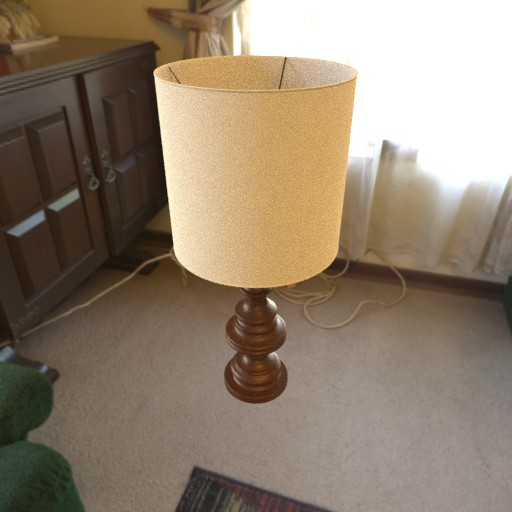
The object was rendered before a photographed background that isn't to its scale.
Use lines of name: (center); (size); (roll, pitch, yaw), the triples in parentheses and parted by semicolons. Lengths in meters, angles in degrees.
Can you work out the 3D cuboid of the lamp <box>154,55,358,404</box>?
lamp: (0.000, 0.000, 0.580); (0.208, 0.455, 0.208); (0, 32, 0)
